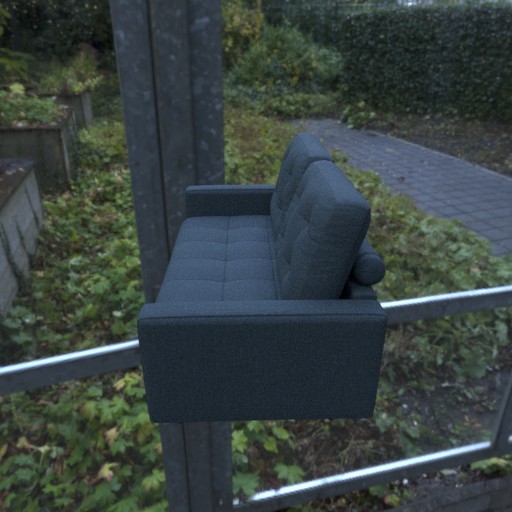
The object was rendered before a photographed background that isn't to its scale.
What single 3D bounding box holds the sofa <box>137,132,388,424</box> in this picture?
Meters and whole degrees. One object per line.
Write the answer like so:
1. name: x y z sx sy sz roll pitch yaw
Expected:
1. sofa: 0.000 0.000 2.034 0.842 0.907 1.407 -1 26 -1
